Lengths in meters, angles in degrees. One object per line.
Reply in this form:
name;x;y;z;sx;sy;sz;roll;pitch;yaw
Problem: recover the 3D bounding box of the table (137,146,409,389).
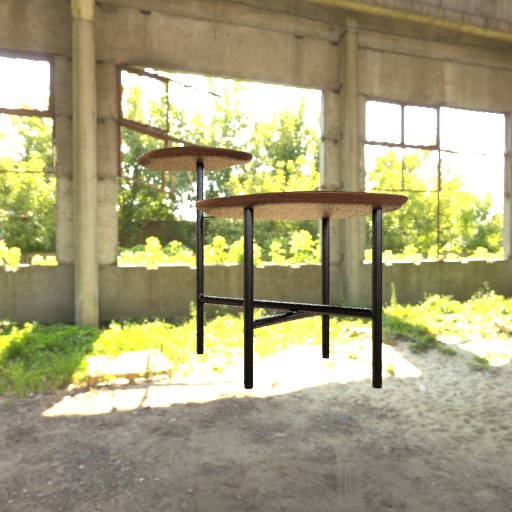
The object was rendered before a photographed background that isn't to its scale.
table;0.000;0.000;1.099;0.759;0.538;0.442;0;0;38
